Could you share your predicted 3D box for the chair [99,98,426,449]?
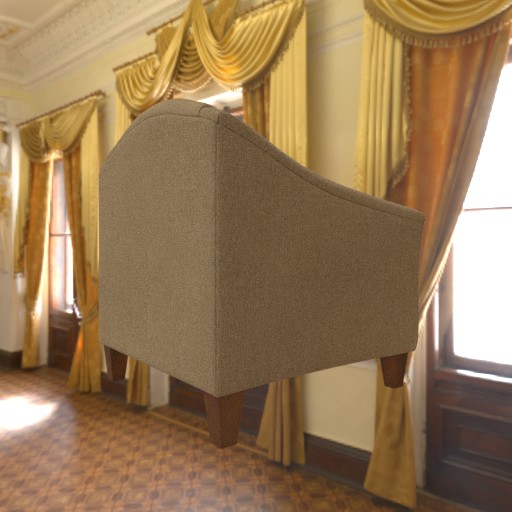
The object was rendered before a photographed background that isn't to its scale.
[{"bbox_3d":[0.000,0.000,1.447,0.787,0.839,0.763,0,0,-38],"label":"chair"}]
